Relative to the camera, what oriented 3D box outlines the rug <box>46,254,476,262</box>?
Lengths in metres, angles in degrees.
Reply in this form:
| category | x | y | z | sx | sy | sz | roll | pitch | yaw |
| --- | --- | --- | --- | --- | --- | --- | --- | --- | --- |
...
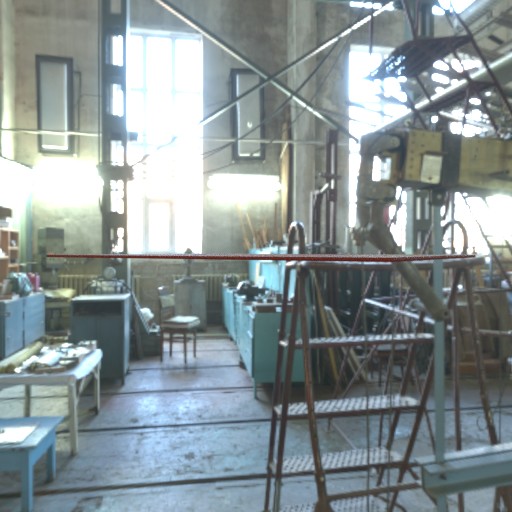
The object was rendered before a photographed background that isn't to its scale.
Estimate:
| category | x | y | z | sx | sy | sz | roll | pitch | yaw |
| --- | --- | --- | --- | --- | --- | --- | --- | --- | --- |
| rug | 0.000 | 0.000 | 2.221 | 1.802 | 0.013 | 1.194 | 0 | 1 | 36 |
